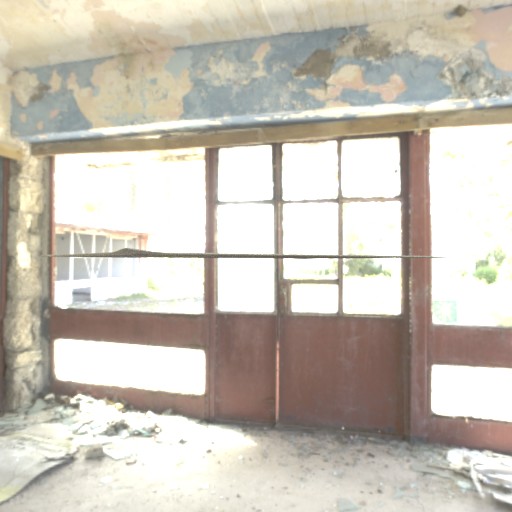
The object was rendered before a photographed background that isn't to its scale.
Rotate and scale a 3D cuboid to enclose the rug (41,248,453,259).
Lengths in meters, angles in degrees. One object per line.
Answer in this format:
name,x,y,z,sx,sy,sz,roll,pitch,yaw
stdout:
rug,0.000,0.000,2.448,1.947,0.023,1.214,1,-1,-37
